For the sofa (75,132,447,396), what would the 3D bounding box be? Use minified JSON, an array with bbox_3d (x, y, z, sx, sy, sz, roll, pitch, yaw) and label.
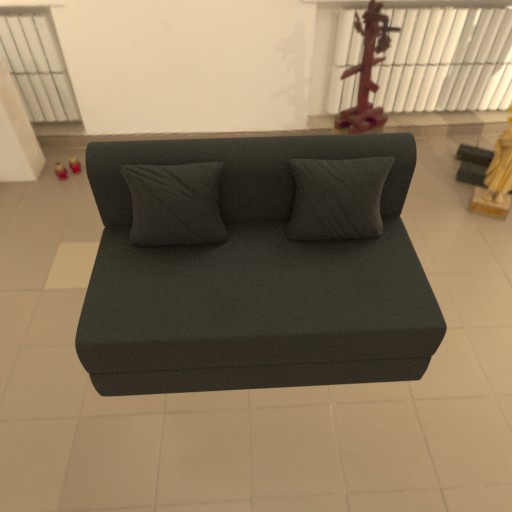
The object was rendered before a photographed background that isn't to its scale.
[{"bbox_3d":[0.000,0.000,1.693,1.225,0.670,0.762,-2,46,-2],"label":"sofa"}]
